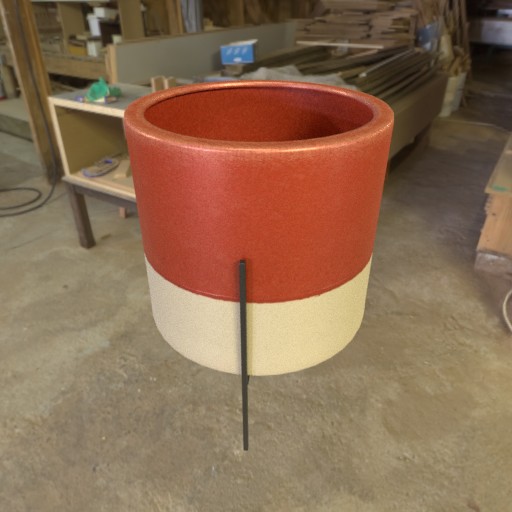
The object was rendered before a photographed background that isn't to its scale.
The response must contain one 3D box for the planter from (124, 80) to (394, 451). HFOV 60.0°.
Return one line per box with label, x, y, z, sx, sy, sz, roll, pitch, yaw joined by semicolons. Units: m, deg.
planter;0.000;0.000;0.700;0.354;0.465;0.345;21;38;30
